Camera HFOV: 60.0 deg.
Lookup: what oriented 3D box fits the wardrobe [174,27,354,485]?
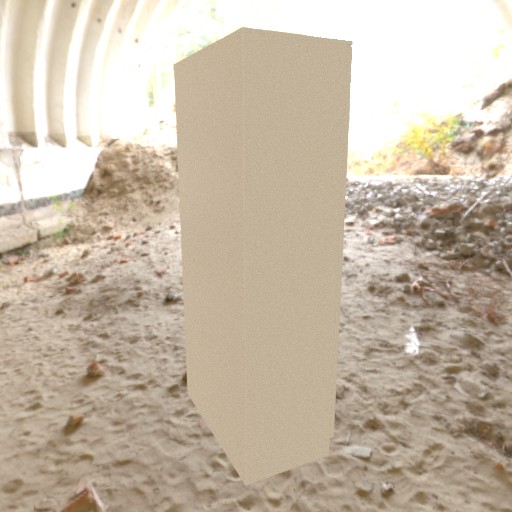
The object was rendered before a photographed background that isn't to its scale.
[{"bbox_3d":[0.000,0.000,2.021,0.470,1.700,0.760,-7,16,-26],"label":"wardrobe"}]
